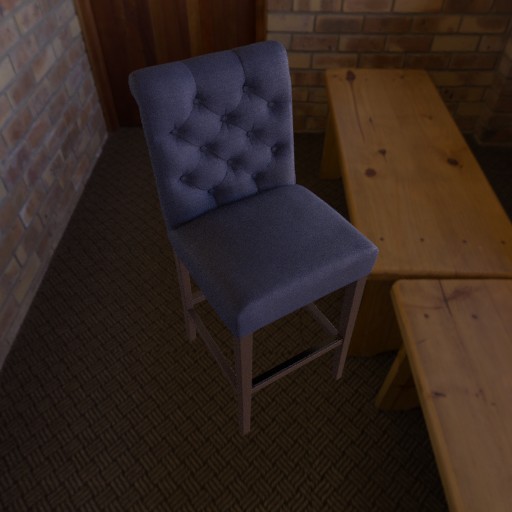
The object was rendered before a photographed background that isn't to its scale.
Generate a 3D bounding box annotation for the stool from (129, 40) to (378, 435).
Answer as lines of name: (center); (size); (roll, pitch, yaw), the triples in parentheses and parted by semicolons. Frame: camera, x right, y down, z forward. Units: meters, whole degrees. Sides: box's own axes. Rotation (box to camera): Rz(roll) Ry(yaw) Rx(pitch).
stool: (0.000, 0.000, 1.471); (0.493, 1.140, 0.601); (-23, 50, -21)
